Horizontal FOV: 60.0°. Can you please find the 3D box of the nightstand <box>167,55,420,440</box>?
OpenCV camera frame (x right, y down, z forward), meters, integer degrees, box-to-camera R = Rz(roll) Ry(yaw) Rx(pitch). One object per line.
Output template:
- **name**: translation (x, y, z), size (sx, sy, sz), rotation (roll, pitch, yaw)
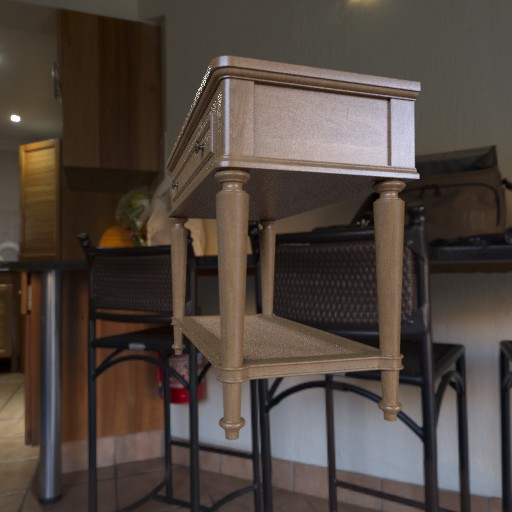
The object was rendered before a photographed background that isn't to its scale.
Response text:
- **nightstand**: translation (0.000, 0.000, 1.281), size (0.432, 0.700, 0.914), rotation (0, -1, -17)
